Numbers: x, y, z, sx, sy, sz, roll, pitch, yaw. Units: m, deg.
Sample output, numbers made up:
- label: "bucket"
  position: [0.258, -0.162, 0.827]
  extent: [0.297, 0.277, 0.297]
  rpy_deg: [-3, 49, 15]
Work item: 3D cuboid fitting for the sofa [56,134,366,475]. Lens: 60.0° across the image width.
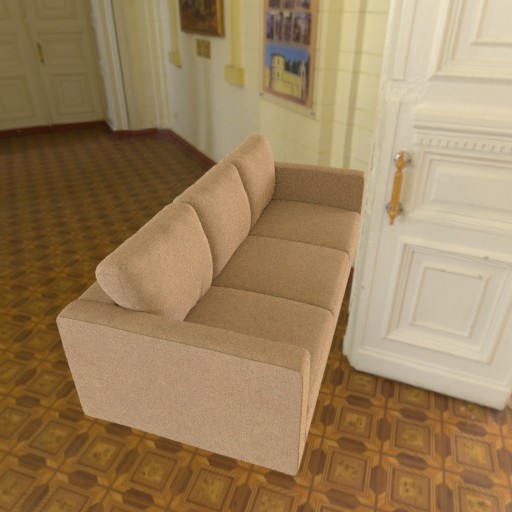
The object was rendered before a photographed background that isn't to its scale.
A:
- label: "sofa"
  position: [0.000, 0.000, 2.314]
  extent: [0.930, 0.800, 1.855]
  rpy_deg: [9, 32, 15]
